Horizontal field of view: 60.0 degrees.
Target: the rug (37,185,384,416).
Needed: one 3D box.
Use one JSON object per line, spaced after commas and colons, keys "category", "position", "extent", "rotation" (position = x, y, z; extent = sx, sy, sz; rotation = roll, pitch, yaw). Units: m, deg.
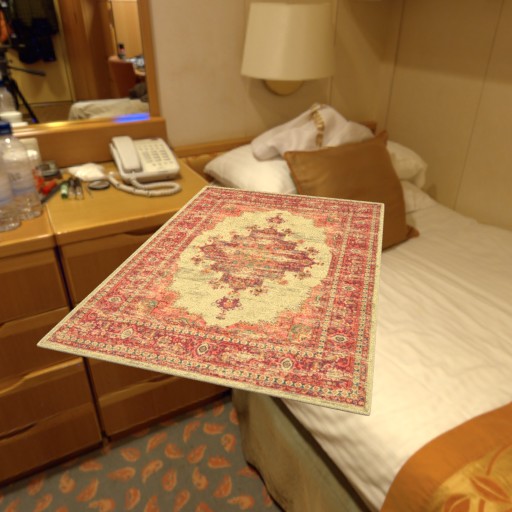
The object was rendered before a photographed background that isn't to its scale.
{"category": "rug", "position": [0.000, 0.000, 3.687], "extent": [2.005, 0.014, 2.878], "rotation": [8, 30, 13]}
